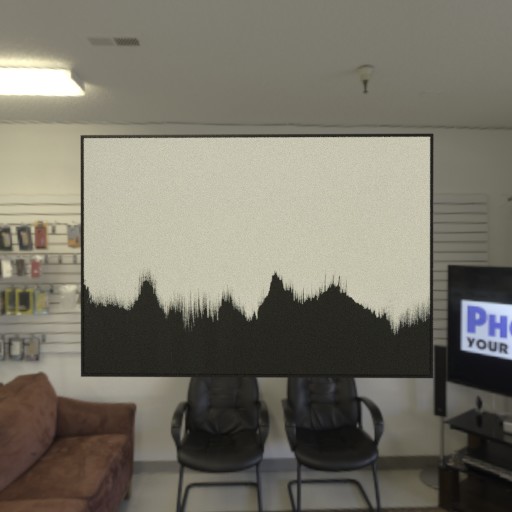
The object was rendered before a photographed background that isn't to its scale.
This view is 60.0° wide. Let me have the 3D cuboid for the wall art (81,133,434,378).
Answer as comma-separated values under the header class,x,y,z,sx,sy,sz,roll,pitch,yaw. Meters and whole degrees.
class,x,y,z,sx,sy,sz,roll,pitch,yaw
wall art,0.000,0.000,1.213,0.957,0.660,0.019,0,0,1
